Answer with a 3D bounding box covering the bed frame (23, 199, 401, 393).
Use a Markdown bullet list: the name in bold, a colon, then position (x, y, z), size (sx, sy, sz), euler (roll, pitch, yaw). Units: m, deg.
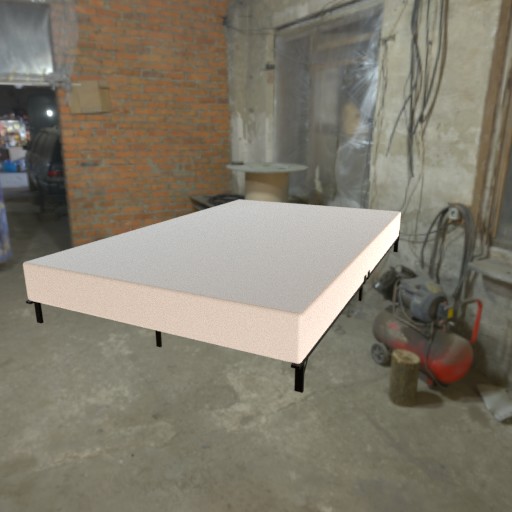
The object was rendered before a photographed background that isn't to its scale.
- **bed frame**: position (0.000, 0.000, 3.791), size (1.930, 0.440, 2.987), euler (8, 18, 25)
